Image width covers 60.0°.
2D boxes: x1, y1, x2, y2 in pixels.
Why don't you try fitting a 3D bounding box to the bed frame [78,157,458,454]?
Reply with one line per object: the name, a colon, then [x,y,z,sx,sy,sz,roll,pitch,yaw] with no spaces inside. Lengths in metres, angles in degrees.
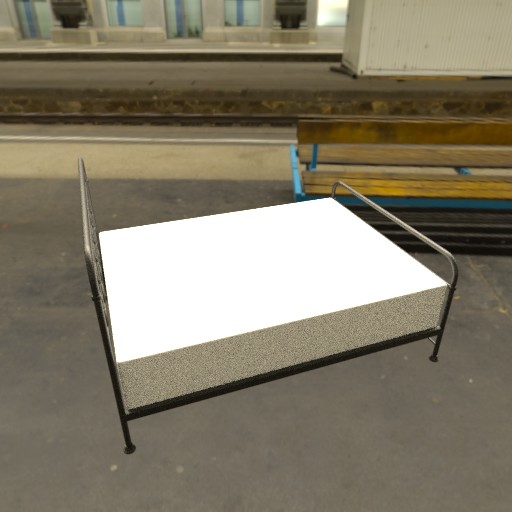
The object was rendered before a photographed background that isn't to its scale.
bed frame: [0.000,0.000,3.198,2.203,1.276,1.664,-10,31,-18]
